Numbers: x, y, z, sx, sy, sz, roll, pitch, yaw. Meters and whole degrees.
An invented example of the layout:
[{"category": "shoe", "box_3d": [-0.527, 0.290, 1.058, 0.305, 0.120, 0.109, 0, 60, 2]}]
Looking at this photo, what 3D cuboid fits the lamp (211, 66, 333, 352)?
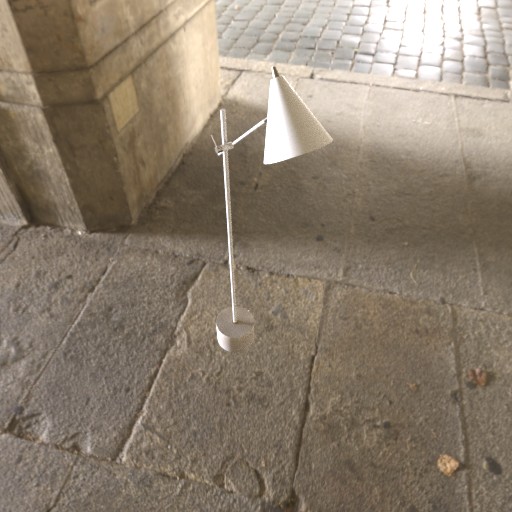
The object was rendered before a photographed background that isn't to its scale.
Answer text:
[{"category": "lamp", "box_3d": [0.000, 0.000, 1.628, 0.223, 1.430, 0.508, -24, 51, -21]}]
